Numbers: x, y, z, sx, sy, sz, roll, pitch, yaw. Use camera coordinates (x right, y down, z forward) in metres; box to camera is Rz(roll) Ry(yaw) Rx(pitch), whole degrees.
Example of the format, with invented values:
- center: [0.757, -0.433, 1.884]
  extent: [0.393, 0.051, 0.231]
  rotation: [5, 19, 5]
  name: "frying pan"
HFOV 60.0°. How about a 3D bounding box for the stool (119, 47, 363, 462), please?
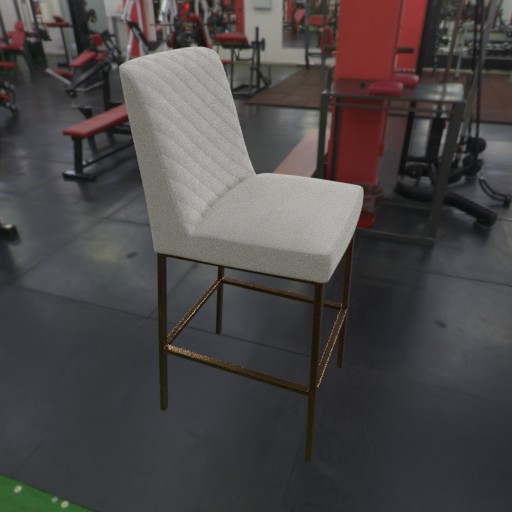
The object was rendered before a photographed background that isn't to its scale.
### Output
- center: [0.000, 0.000, 1.310]
  extent: [0.546, 1.084, 0.462]
  rotation: [12, 33, 19]
  name: "stool"
